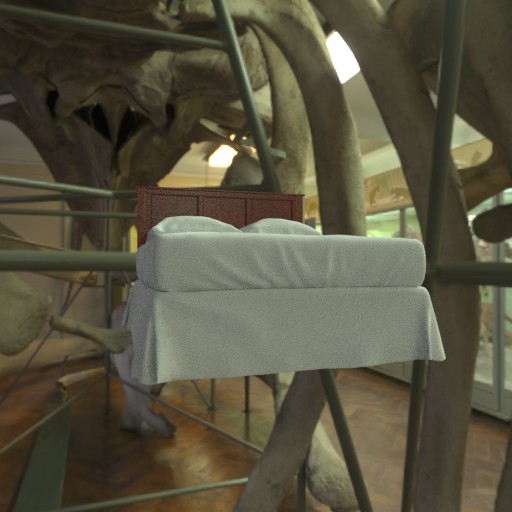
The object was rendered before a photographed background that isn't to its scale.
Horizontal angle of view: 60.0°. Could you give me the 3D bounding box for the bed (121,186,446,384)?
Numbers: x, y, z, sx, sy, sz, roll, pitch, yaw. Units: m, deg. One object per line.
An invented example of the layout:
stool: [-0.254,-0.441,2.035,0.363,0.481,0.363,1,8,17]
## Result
bed: [0.000,0.000,3.265,1.870,1.270,2.050,0,-1,-18]
